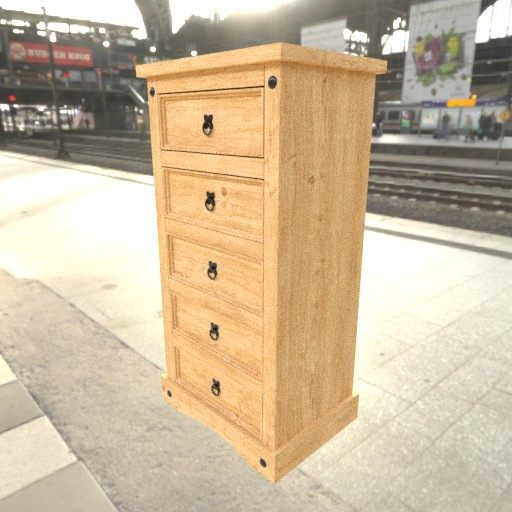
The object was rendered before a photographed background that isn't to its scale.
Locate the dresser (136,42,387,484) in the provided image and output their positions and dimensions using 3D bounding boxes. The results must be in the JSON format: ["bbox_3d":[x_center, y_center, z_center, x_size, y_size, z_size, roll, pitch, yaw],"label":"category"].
[{"bbox_3d":[0.000,0.000,1.299,0.390,1.041,0.531,-16,23,-42],"label":"dresser"}]
